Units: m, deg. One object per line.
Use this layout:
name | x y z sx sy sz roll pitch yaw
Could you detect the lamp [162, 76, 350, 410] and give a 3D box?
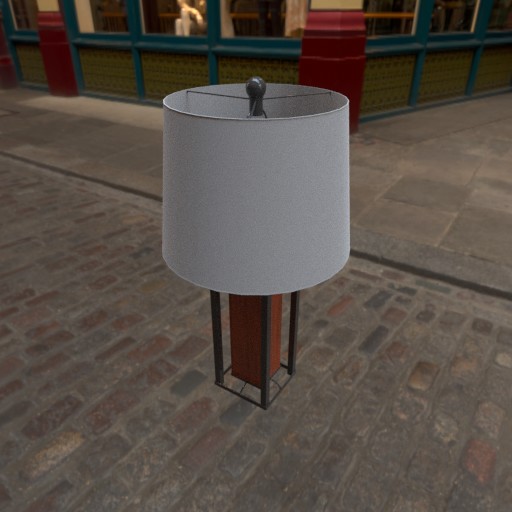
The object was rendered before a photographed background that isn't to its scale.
lamp | 0.000 0.000 0.780 0.320 0.591 0.320 0 30 0
